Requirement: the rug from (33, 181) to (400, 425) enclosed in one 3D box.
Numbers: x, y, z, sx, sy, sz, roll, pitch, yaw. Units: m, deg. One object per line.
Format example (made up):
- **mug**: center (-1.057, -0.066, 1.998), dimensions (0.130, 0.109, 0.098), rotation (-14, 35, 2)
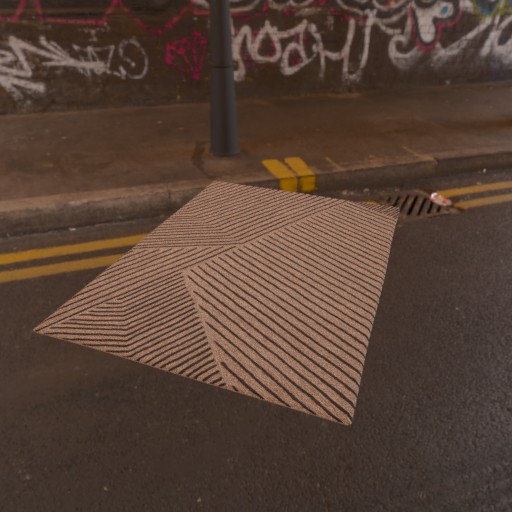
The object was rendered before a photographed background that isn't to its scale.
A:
- **rug**: center (0.000, 0.000, 3.242), dimensions (1.829, 0.028, 2.449), rotation (11, 33, 17)
